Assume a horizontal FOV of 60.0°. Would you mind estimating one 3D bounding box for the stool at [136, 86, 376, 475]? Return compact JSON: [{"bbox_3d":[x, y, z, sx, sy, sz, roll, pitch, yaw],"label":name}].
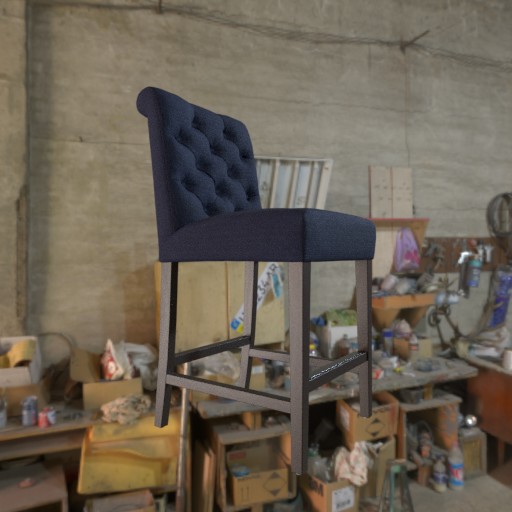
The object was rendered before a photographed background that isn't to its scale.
[{"bbox_3d":[0.000,0.000,1.362,0.601,1.010,0.493,0,1,35],"label":"stool"}]
